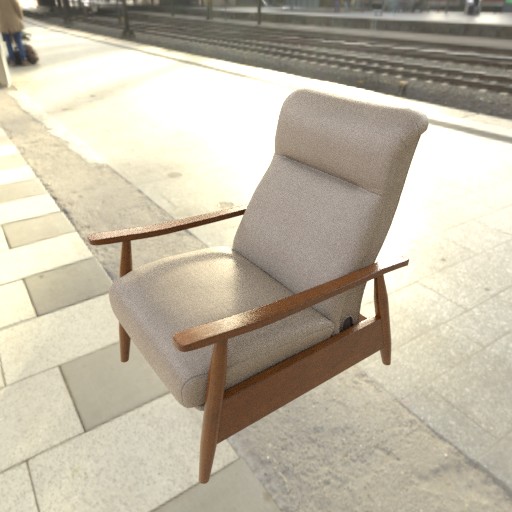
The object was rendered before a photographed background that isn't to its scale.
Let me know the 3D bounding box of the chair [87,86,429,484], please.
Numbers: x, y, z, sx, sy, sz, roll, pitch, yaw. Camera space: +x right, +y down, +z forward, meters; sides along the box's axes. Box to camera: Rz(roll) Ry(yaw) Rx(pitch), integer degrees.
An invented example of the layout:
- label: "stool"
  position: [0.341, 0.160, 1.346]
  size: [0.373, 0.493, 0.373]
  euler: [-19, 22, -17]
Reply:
- label: "chair"
  position: [0.000, 0.000, 1.702]
  size: [1.032, 1.082, 0.762]
  euler: [-20, 36, -30]
